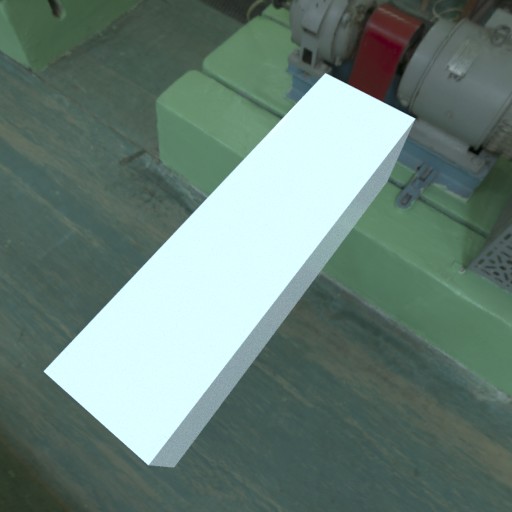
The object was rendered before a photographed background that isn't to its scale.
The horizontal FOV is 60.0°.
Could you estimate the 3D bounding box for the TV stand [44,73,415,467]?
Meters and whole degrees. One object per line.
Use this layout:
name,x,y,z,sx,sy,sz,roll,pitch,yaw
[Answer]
TV stand,0.000,0.000,1.687,0.410,0.440,1.500,34,68,15
